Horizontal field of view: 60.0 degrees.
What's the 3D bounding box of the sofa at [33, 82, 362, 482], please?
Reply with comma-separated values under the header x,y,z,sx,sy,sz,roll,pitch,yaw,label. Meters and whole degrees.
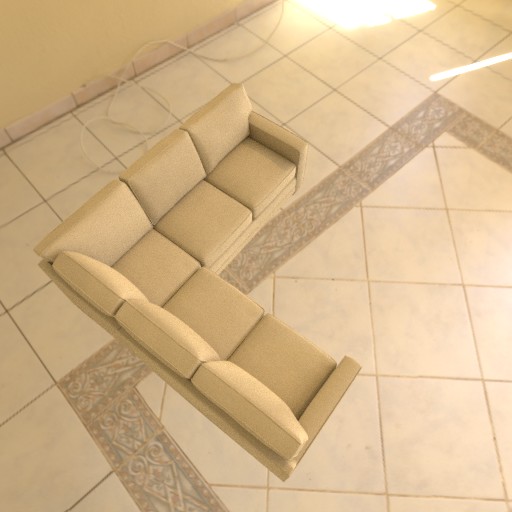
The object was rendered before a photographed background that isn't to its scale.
x,y,z,sx,sy,sz,roll,pitch,yaw,label
0.000,0.000,3.388,2.182,0.939,2.189,34,66,18,sofa
